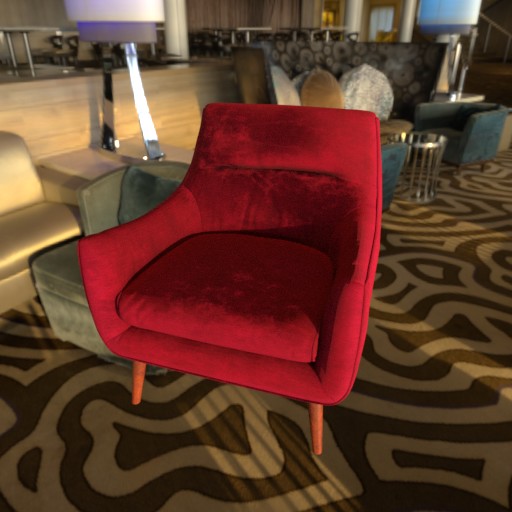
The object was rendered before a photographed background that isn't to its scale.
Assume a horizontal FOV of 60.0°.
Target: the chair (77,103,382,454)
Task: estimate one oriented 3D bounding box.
[{"bbox_3d":[0.000,0.000,1.427,0.762,0.838,0.787,9,28,16],"label":"chair"}]
